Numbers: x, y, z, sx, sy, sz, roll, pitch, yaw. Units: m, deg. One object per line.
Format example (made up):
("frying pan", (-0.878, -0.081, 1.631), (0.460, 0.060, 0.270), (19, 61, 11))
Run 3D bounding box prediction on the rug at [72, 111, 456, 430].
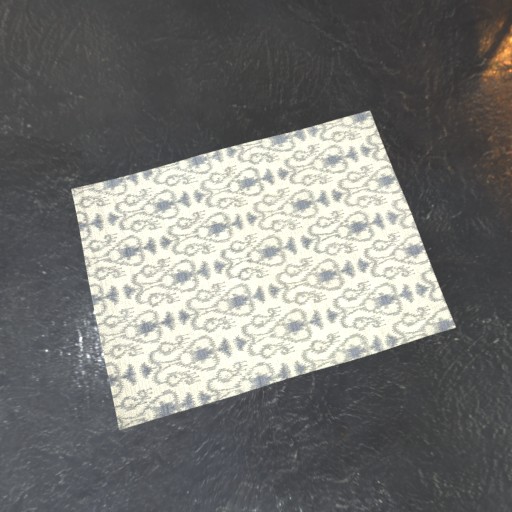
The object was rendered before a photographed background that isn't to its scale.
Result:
("rug", (0.000, 0.000, 3.028), (2.261, 0.013, 1.676), (-16, 76, -4))
